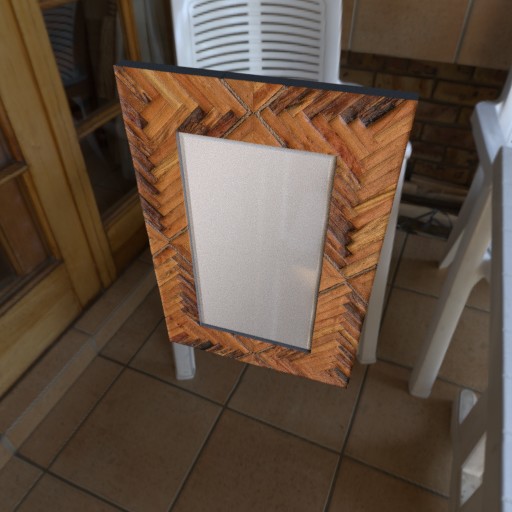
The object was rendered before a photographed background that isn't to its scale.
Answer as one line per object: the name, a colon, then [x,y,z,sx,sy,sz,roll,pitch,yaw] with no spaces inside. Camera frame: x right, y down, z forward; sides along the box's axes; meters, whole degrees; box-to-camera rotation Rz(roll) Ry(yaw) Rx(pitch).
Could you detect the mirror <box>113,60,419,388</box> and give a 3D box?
mirror: [0.000,0.000,1.158,0.606,0.912,0.044,12,43,13]
